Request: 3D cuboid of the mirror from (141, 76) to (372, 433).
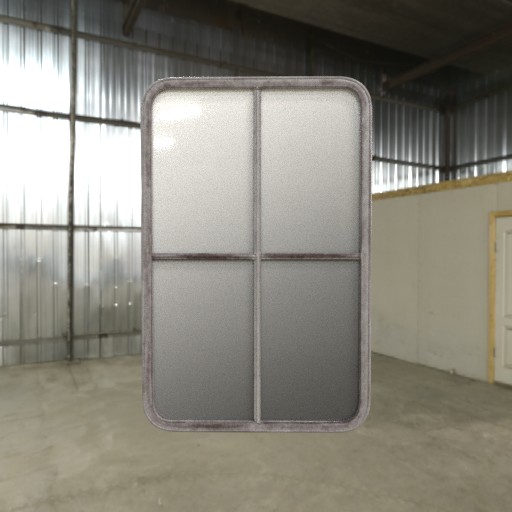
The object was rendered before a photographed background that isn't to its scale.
[{"bbox_3d":[0.000,0.000,0.895,0.461,0.713,0.024,0,1,1],"label":"mirror"}]
